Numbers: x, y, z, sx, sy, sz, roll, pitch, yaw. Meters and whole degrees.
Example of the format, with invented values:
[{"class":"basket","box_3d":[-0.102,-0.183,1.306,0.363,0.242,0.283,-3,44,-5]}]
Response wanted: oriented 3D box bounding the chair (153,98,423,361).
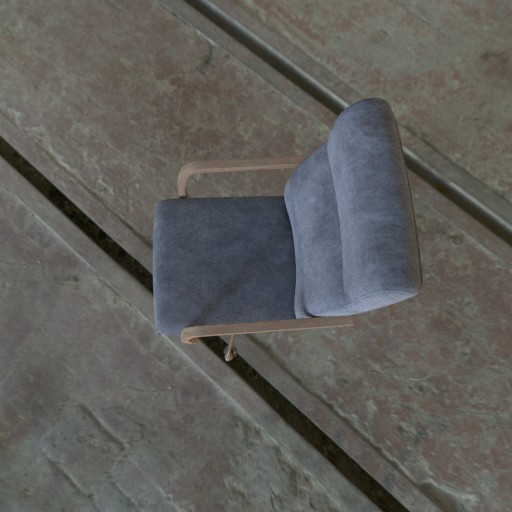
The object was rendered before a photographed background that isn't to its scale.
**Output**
[{"class":"chair","box_3d":[0.000,0.000,1.491,0.741,1.029,0.640,-4,75,-1]}]
